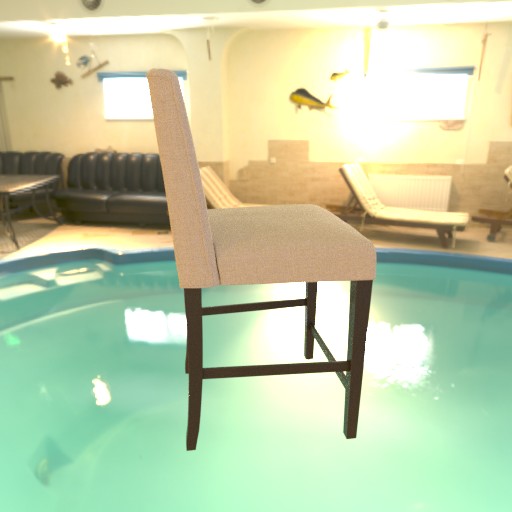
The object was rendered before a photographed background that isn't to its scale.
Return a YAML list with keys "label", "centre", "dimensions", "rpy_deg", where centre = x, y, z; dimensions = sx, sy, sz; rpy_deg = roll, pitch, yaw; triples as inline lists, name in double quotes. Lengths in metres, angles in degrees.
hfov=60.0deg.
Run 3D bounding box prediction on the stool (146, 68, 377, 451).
- label: "stool"
  centre: [0.000, 0.000, 1.244]
  dimensions: [0.509, 0.939, 0.474]
  rpy_deg: [-3, 18, -9]
